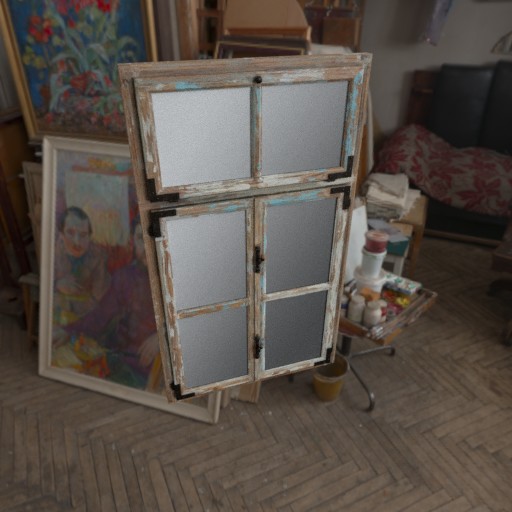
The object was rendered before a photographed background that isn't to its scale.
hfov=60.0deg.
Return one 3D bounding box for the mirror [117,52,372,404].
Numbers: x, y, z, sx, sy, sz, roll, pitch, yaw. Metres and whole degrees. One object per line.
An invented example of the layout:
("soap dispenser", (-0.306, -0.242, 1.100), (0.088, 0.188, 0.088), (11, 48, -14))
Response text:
("mirror", (0.000, 0.000, 1.485), (0.707, 1.213, 0.083), (-10, 33, -15))
